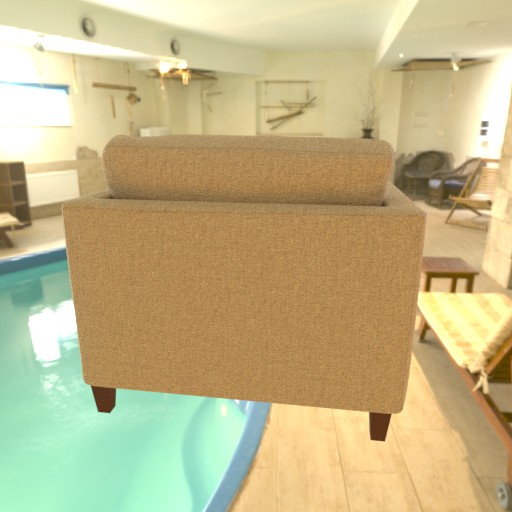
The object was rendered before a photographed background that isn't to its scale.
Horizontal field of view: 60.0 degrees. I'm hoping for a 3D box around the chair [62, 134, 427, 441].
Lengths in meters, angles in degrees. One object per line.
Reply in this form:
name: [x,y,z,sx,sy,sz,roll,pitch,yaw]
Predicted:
chair: [0.000,0.000,1.795,1.107,0.961,0.959,3,17,8]
